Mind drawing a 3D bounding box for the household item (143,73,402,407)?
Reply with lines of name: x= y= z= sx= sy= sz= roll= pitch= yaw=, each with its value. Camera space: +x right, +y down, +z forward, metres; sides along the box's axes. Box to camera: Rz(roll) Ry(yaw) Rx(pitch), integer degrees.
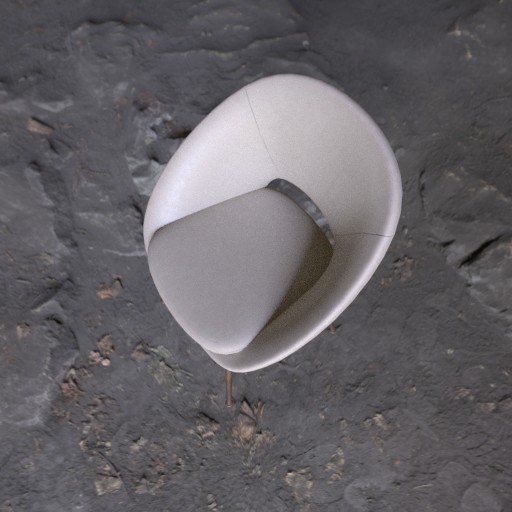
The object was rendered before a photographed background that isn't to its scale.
household item: x=0.000 y=0.000 z=1.269 sx=0.573 sy=0.852 sz=0.623 roll=-32 pitch=67 yaw=-15
